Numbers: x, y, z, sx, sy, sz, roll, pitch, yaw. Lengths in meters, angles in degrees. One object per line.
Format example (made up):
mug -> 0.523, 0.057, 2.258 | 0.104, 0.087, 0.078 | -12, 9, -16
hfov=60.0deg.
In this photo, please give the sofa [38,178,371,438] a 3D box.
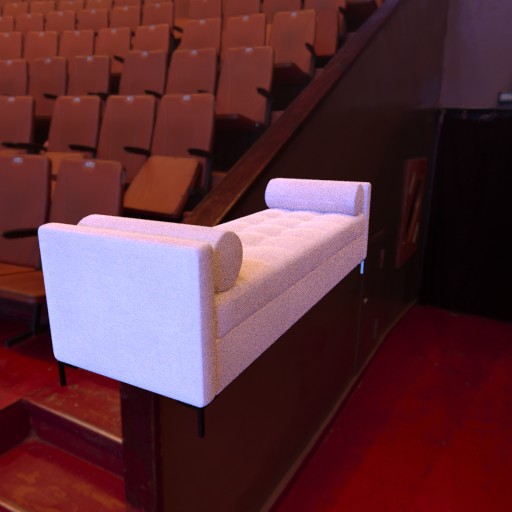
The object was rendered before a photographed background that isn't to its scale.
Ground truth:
sofa -> 0.000, 0.000, 2.303 | 0.686, 0.635, 1.981 | 8, 17, 27
